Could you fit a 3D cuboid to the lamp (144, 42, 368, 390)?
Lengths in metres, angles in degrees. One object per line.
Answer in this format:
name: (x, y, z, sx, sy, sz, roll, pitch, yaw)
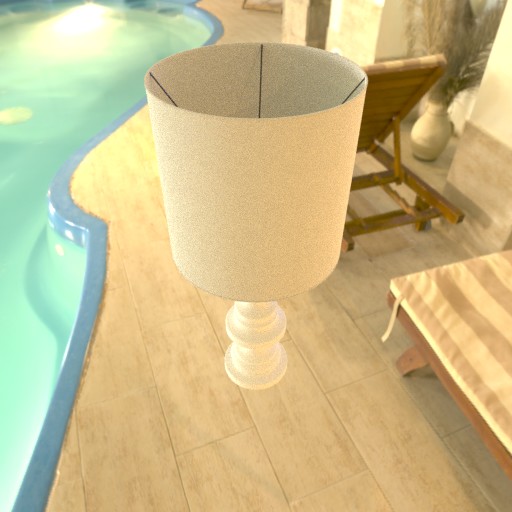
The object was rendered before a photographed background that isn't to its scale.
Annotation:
lamp: (0.000, 0.000, 0.568, 0.208, 0.455, 0.208, -11, 42, -12)
